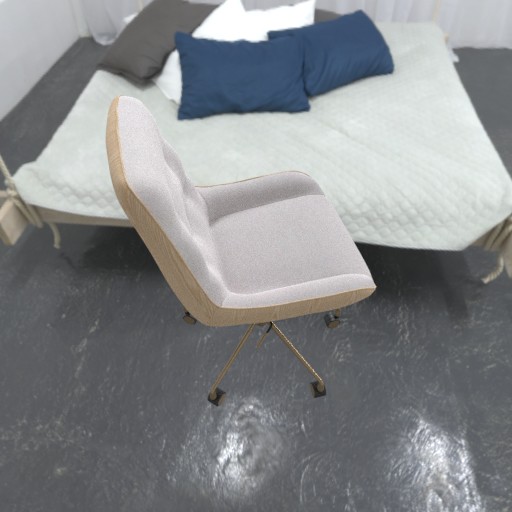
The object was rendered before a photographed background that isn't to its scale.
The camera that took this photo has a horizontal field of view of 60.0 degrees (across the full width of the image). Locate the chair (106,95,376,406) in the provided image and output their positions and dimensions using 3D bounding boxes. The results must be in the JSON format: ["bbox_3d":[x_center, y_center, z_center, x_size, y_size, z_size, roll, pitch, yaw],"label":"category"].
[{"bbox_3d":[0.000,0.000,1.338,0.668,0.952,0.564,-11,48,-10],"label":"chair"}]
